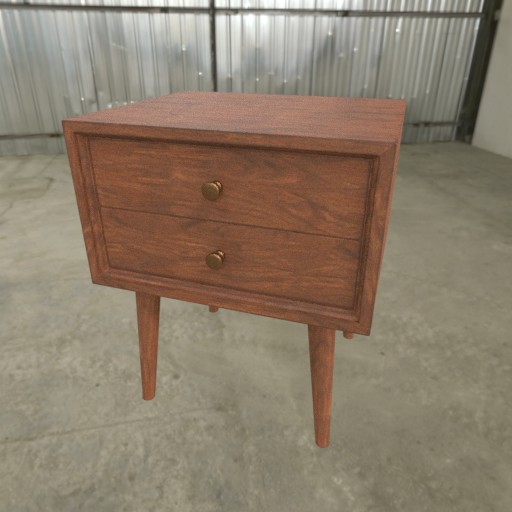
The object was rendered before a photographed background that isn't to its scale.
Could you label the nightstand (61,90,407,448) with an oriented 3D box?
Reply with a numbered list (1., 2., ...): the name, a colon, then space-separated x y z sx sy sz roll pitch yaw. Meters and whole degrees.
1. nightstand: 0.000 0.000 0.953 0.521 0.607 0.445 9 28 17
